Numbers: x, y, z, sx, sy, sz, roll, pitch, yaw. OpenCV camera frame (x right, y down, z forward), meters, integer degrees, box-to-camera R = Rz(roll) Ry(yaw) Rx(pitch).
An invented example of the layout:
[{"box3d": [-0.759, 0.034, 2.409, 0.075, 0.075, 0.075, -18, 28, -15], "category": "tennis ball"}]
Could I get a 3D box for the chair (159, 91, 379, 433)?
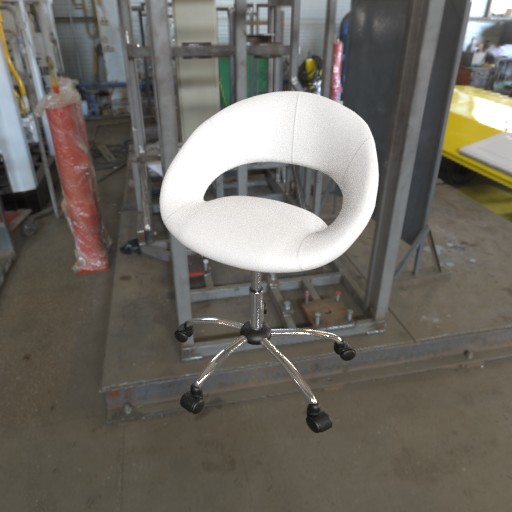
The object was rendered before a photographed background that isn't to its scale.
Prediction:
[{"box3d": [0.000, 0.000, 1.209, 0.612, 0.791, 0.538, 17, 34, 28], "category": "chair"}]
